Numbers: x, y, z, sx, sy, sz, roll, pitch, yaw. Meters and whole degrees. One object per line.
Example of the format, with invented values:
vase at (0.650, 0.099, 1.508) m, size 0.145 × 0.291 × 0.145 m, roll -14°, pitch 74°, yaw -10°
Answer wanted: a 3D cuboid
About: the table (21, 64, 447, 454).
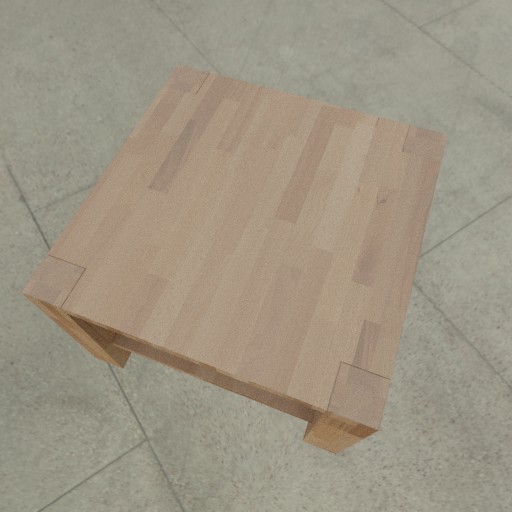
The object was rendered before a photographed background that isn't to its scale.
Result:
table at (0.000, 0.000, 1.145) m, size 0.700 × 0.451 × 0.700 m, roll 18°, pitch 63°, yaw 10°
